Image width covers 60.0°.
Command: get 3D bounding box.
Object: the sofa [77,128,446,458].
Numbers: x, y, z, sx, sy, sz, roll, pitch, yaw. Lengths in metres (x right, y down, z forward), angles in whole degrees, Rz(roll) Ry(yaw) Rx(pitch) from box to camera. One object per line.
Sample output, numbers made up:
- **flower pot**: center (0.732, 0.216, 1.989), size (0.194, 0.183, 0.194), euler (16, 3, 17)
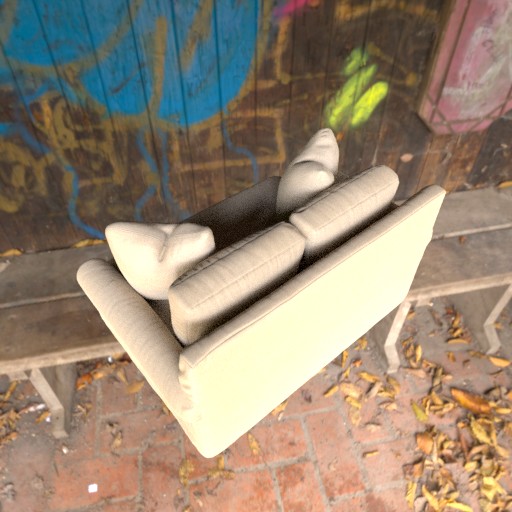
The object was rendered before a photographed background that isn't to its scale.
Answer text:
- **sofa**: center (0.000, 0.000, 2.247), size (1.550, 0.905, 1.070), euler (-31, 53, -27)
